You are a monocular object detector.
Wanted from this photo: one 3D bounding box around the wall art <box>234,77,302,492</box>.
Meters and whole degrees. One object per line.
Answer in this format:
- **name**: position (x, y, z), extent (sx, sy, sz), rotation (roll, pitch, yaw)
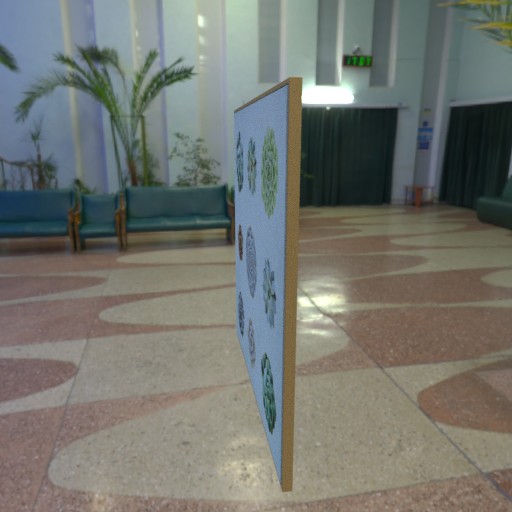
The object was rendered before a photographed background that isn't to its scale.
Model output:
- **wall art**: position (0.000, 0.000, 0.681), extent (0.013, 0.455, 0.457), rotation (-2, 15, -9)
